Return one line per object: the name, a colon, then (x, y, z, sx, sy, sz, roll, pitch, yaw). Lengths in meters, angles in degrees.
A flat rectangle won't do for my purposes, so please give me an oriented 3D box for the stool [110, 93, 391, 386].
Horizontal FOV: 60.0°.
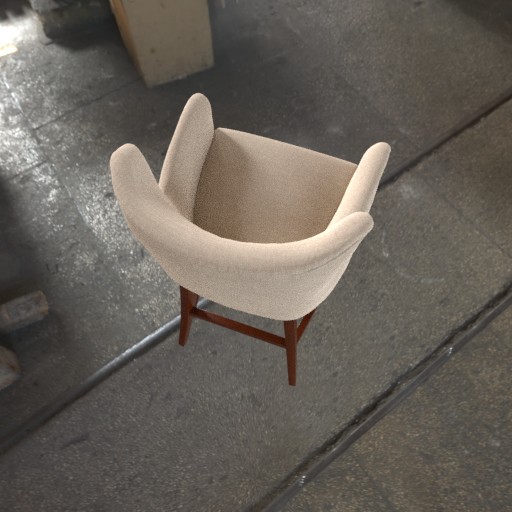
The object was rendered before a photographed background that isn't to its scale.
stool: (0.000, 0.000, 1.353, 0.556, 1.034, 0.563, 18, 65, 9)
